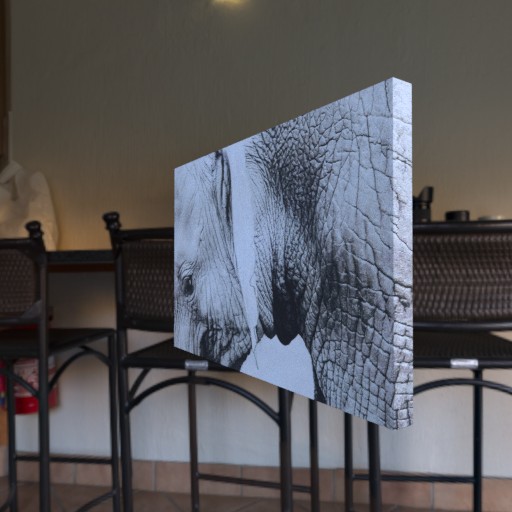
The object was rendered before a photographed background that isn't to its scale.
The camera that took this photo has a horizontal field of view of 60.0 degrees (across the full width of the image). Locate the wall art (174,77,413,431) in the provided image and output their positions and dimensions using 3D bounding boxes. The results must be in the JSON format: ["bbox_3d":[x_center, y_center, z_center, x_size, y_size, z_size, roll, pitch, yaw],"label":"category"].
[{"bbox_3d":[0.000,0.000,0.772,0.035,0.407,0.613,0,-1,-34],"label":"wall art"}]
